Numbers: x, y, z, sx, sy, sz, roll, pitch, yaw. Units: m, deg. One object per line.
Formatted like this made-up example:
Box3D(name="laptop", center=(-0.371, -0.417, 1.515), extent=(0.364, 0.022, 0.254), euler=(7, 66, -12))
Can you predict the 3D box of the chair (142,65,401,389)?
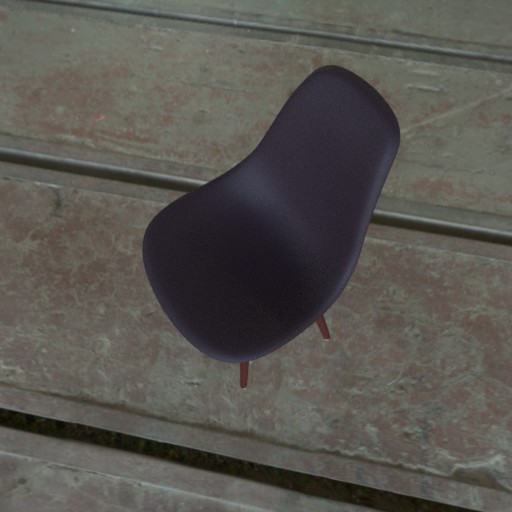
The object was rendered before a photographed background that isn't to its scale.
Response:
Box3D(name="chair", center=(0.000, 0.000, 1.133), extent=(0.533, 0.826, 0.470), euler=(-32, 68, -14))
